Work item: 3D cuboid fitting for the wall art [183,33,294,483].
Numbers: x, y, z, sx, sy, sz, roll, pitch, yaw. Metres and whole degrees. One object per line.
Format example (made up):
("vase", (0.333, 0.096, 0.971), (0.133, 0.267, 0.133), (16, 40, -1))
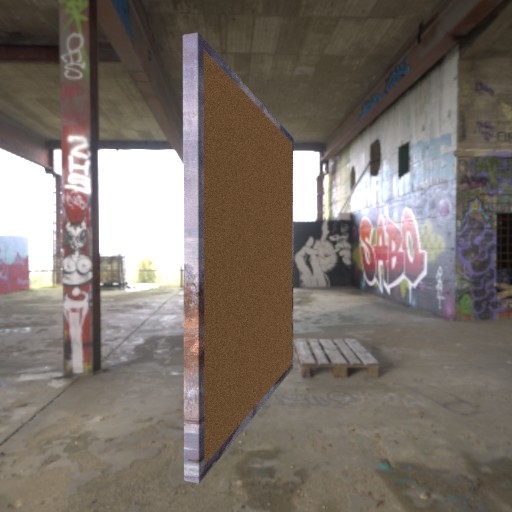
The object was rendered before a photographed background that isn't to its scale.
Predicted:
("wall art", (0.000, 0.000, 1.308), (0.035, 0.897, 0.888), (0, 1, 17))
